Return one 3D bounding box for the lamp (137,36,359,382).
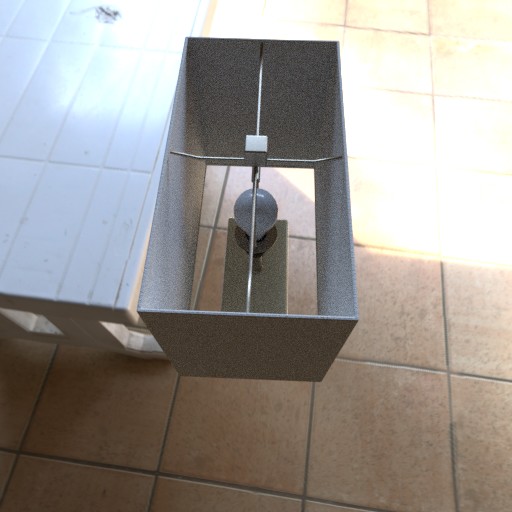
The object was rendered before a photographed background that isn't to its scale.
[{"bbox_3d":[0.000,0.000,0.701,0.200,0.515,0.380,2,62,1],"label":"lamp"}]
